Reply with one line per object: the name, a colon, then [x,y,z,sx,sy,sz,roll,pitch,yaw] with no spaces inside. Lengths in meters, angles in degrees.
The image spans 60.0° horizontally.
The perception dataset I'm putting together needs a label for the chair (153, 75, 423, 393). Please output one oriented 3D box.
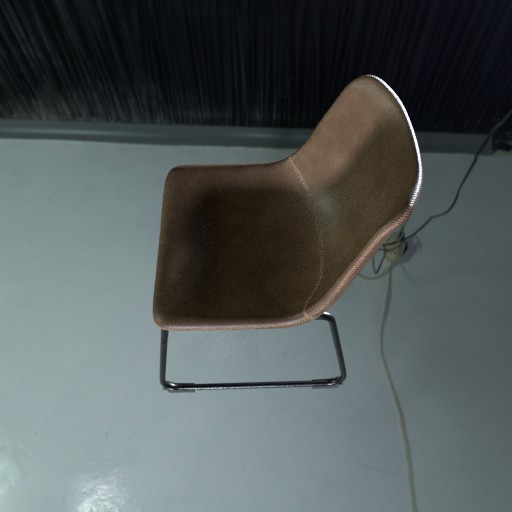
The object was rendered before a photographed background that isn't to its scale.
chair: [0.000,0.000,1.082,0.551,0.780,0.460,-1,60,-1]
